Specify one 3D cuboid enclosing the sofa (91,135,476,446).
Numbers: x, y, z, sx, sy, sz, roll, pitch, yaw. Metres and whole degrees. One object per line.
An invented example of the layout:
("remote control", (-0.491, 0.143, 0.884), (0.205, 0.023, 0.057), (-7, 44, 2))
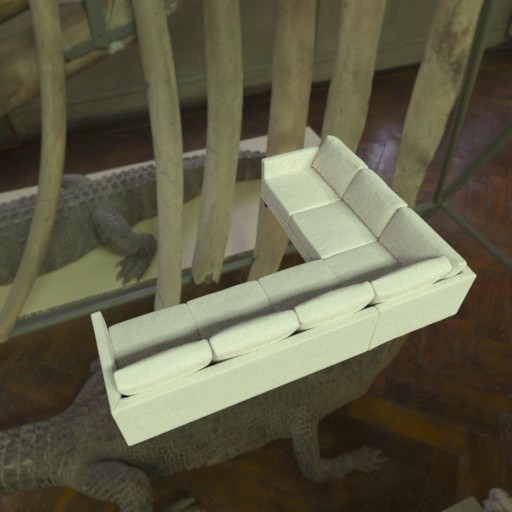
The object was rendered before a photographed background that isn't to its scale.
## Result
("sofa", (0.000, 0.000, 4.371), (3.182, 0.863, 2.432), (-17, 48, -16))
